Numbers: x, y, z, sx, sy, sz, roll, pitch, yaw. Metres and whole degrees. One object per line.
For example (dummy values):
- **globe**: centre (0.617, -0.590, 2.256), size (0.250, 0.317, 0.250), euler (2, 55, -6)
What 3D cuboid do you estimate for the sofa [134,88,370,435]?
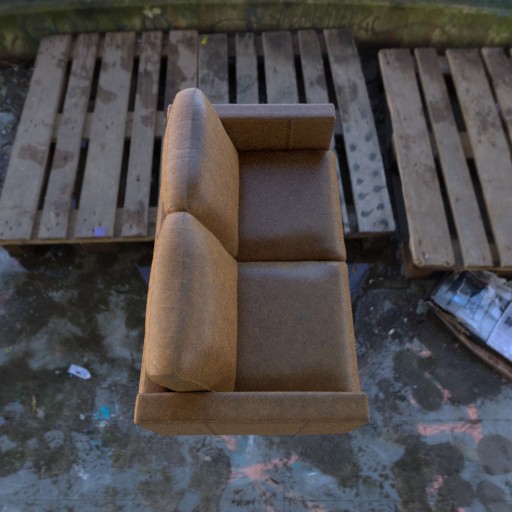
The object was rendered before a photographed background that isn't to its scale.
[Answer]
- **sofa**: centre (0.000, 0.000, 2.161), size (0.909, 0.951, 1.578), euler (0, 64, 0)
